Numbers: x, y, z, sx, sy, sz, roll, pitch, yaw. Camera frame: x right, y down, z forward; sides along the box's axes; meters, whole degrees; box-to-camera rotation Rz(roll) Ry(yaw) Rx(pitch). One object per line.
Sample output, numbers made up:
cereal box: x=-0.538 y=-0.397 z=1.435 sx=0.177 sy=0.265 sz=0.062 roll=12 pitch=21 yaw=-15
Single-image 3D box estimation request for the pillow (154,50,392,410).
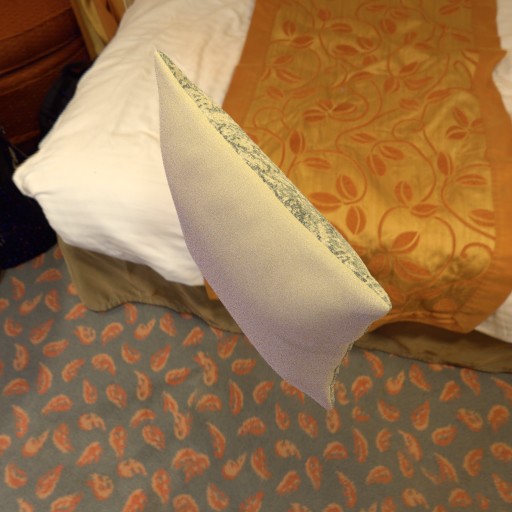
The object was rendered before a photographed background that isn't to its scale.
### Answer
pillow: x=0.000 y=0.000 z=0.784 sx=0.166 sy=0.510 sz=0.523 roll=-31 pitch=64 yaw=-17
